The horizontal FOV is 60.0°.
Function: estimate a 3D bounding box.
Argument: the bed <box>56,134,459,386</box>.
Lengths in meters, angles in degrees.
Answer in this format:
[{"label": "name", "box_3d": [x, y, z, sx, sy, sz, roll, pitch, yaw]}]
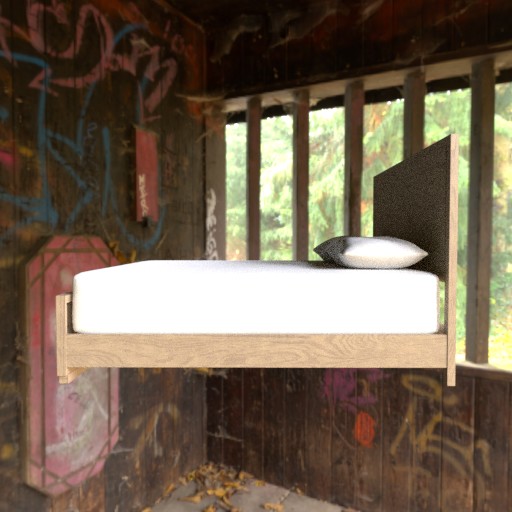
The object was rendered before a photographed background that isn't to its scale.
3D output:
[{"label": "bed", "box_3d": [0.000, 0.000, 3.212, 2.189, 1.369, 1.606, 0, 2, 0]}]
